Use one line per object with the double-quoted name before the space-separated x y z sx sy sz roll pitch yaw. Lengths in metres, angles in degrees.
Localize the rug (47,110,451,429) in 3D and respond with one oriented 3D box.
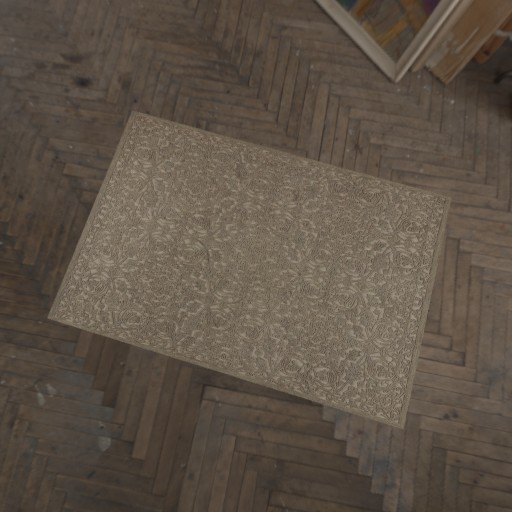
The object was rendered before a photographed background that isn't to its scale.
"rug" 0.000 0.000 2.308 1.827 0.006 1.221 16 77 4
